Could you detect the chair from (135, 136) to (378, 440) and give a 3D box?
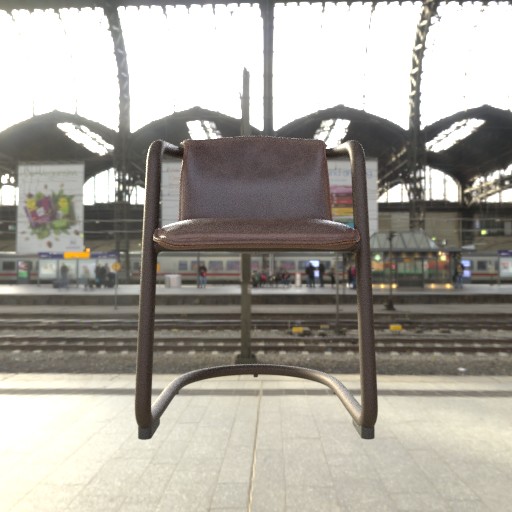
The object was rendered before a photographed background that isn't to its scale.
[{"bbox_3d":[0.000,0.000,1.268,0.536,0.836,0.664,0,-2,0],"label":"chair"}]
